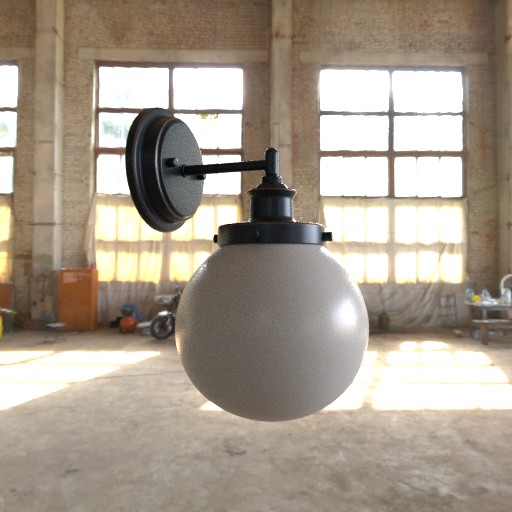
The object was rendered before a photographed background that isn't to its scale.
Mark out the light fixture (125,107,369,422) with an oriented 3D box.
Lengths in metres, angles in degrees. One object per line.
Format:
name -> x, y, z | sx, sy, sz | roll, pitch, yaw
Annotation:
light fixture -> 0.000, 0.000, 0.468 | 0.230, 0.332, 0.197 | 0, -1, 18
